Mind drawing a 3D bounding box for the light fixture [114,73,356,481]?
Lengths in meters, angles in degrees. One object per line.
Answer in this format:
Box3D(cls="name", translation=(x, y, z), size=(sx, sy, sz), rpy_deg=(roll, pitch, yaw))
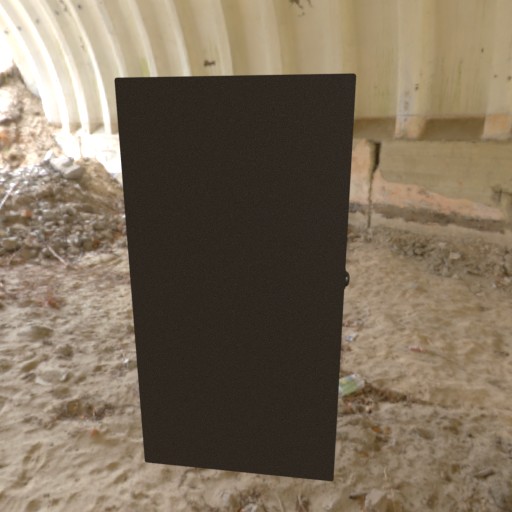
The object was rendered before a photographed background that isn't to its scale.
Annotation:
Box3D(cls="light fixture", translation=(0.000, 0.000, 0.256), size=(0.098, 0.179, 0.138), rpy_deg=(2, 16, 8))
